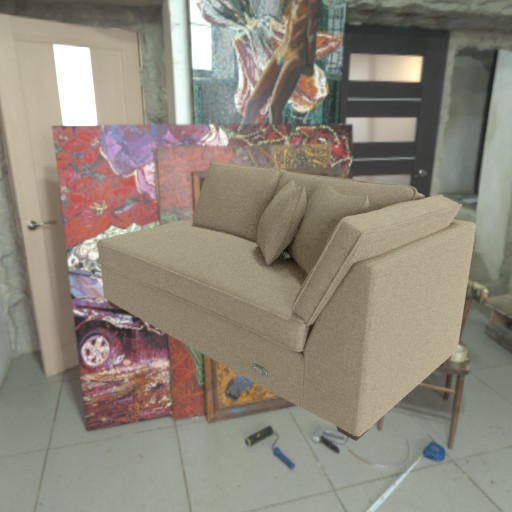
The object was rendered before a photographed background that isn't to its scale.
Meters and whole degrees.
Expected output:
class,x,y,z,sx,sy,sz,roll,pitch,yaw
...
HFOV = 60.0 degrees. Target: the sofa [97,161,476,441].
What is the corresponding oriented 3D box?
class,x,y,z,sx,sy,sz,roll,pitch,yaw
sofa,0.000,0.000,2.818,2.237,1.033,1.110,16,24,42
